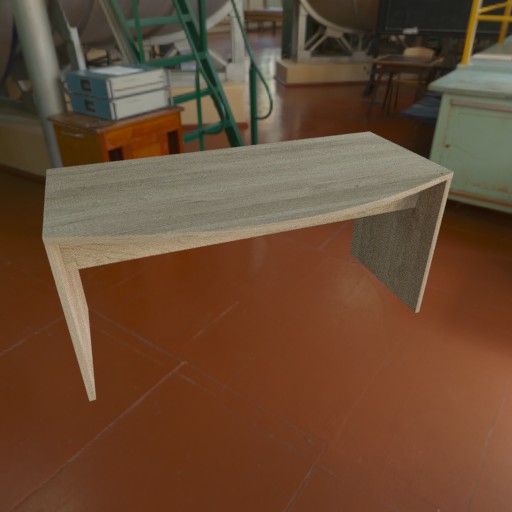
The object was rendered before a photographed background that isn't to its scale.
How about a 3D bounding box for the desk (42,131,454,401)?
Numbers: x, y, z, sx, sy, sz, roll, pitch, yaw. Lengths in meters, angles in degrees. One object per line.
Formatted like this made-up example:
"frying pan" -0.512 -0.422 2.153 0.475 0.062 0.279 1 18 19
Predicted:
"desk" 0.000 0.000 2.003 1.600 0.752 0.802 -11 33 -18
